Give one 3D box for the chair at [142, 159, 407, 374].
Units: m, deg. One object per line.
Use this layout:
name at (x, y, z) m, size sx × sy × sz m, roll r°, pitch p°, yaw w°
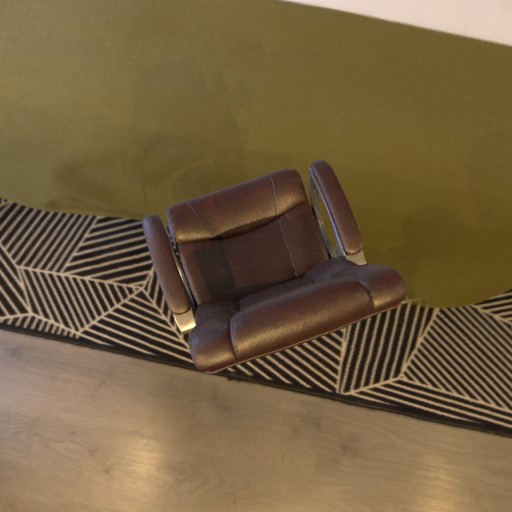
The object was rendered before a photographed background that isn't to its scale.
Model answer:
chair at (0.000, 0.000, 1.559) m, size 0.656 × 1.128 × 0.692 m, roll -19°, pitch 76°, yaw -5°
